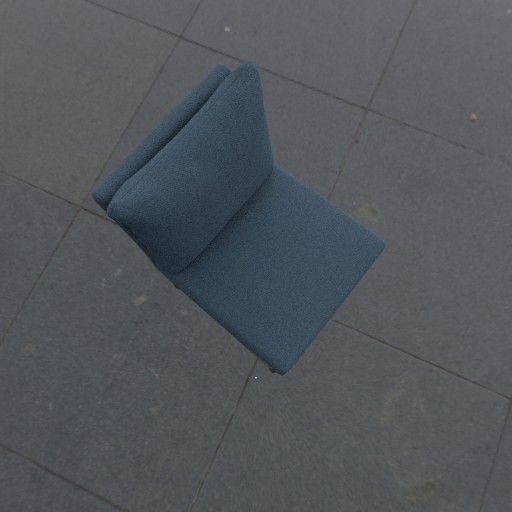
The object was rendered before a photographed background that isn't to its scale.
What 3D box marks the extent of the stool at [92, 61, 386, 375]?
[{"bbox_3d":[0.000,0.000,1.352,0.568,1.032,0.463,38,78,10],"label":"stool"}]
